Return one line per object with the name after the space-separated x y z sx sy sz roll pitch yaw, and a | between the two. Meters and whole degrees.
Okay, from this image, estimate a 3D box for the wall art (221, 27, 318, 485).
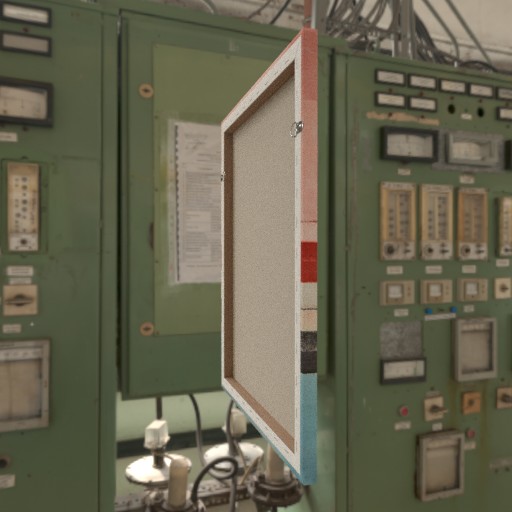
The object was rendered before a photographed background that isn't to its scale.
0.000 0.000 1.348 0.039 1.016 0.761 0 1 -18 | wall art
